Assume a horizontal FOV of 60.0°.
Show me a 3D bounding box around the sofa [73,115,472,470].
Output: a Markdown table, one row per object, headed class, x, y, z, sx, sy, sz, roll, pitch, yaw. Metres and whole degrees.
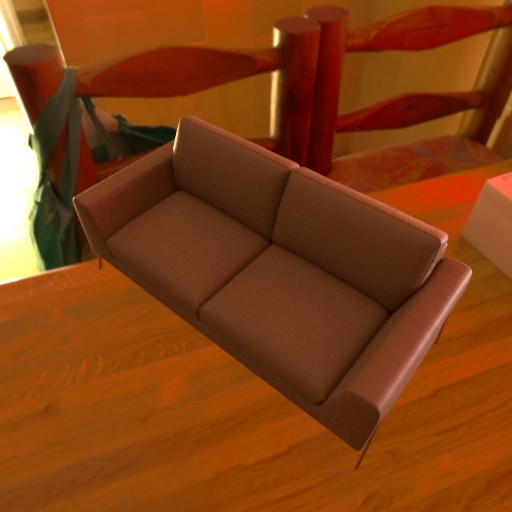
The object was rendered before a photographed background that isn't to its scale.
| class | x | y | z | sx | sy | sz | roll | pitch | yaw |
| --- | --- | --- | --- | --- | --- | --- | --- | --- | --- |
| sofa | 0.000 | 0.000 | 2.483 | 2.017 | 0.875 | 0.953 | 31 | 54 | 26 |
